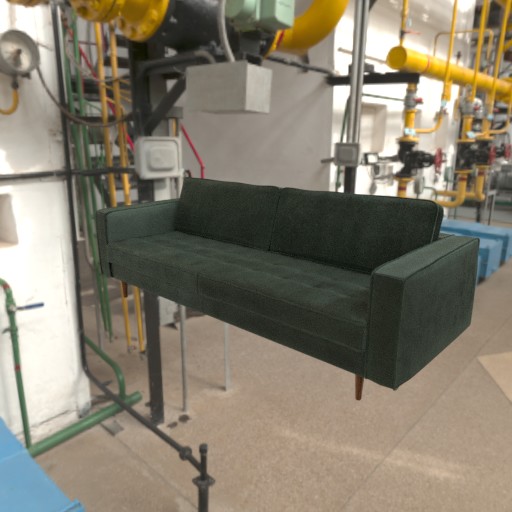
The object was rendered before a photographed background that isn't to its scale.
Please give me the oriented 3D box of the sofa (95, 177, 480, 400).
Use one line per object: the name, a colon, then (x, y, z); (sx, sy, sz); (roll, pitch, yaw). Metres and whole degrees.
sofa: (0.000, 0.000, 2.598); (2.214, 0.781, 0.886); (14, 20, 41)
